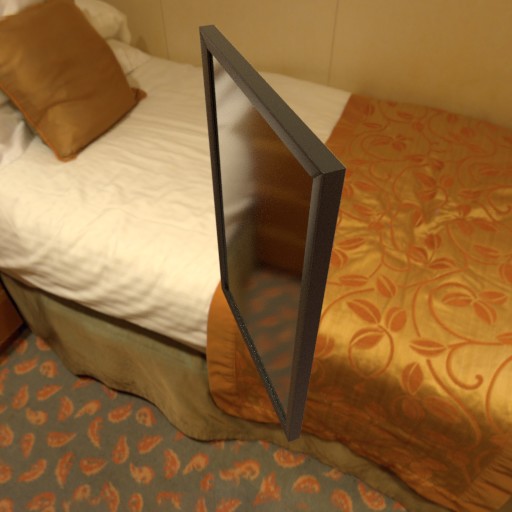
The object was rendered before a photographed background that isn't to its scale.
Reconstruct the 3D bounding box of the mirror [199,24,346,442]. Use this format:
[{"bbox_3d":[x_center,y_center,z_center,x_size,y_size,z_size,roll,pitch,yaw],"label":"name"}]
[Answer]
[{"bbox_3d":[0.000,0.000,1.133,0.040,0.915,0.609,-16,48,-15],"label":"mirror"}]
